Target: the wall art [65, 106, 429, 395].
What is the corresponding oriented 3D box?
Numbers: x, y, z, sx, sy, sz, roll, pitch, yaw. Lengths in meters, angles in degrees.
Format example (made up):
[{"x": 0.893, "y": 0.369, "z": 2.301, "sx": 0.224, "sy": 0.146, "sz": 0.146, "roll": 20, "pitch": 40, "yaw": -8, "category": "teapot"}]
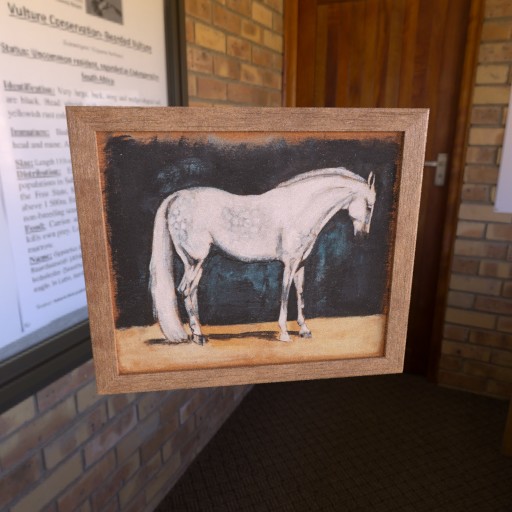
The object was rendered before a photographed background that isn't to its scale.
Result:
[{"x": 0.000, "y": 0.000, "z": 0.925, "sx": 0.690, "sy": 0.588, "sz": 0.026, "roll": -2, "pitch": 16, "yaw": -7, "category": "wall art"}]
